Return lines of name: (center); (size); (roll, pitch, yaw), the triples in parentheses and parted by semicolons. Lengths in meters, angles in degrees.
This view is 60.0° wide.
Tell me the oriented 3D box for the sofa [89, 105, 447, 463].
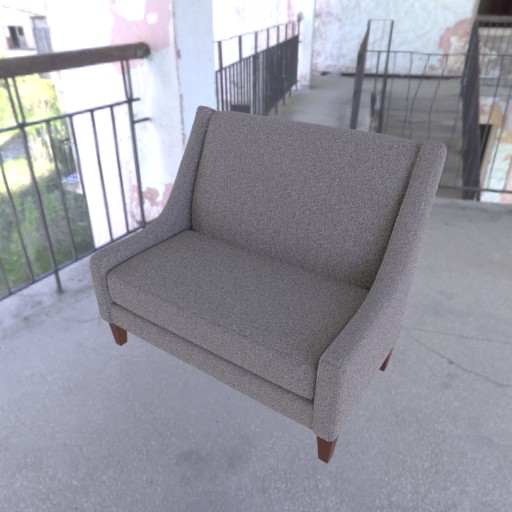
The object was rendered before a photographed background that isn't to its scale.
sofa: (0.000, 0.000, 1.939); (1.242, 1.026, 0.862); (19, 35, 30)
